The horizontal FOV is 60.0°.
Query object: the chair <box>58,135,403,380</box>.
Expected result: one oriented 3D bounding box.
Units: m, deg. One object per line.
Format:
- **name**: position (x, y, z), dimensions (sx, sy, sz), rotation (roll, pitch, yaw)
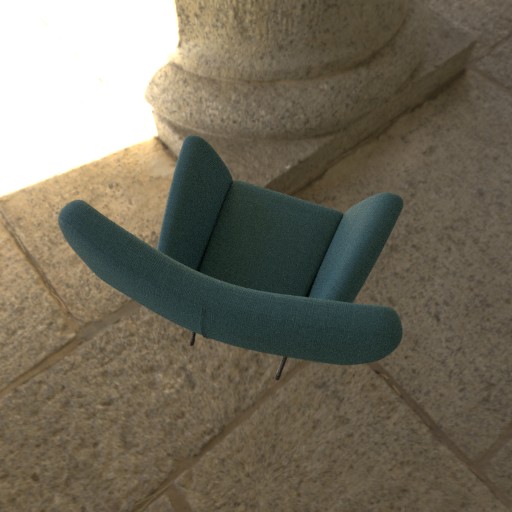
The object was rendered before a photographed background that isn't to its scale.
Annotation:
- **chair**: position (0.000, 0.000, 1.761), dimensions (1.050, 0.980, 0.900), rotation (18, 64, 9)
